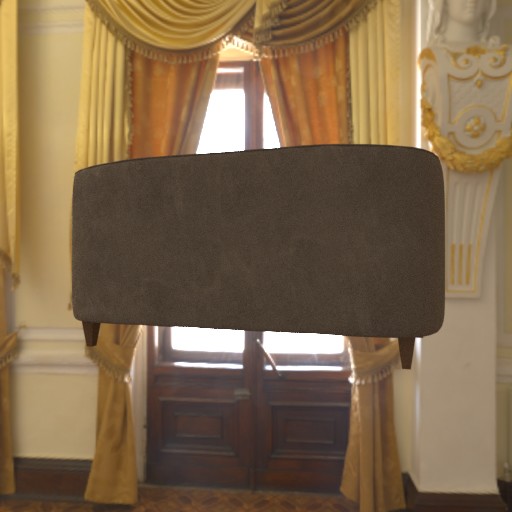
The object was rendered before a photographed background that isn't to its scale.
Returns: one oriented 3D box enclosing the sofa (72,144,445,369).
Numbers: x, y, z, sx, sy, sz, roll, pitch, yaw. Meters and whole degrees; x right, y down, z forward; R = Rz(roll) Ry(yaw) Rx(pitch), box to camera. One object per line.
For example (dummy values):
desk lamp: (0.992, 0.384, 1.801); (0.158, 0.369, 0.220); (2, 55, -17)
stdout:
sofa: (0.000, 0.000, 2.231); (1.733, 0.855, 0.941); (0, 0, 17)
